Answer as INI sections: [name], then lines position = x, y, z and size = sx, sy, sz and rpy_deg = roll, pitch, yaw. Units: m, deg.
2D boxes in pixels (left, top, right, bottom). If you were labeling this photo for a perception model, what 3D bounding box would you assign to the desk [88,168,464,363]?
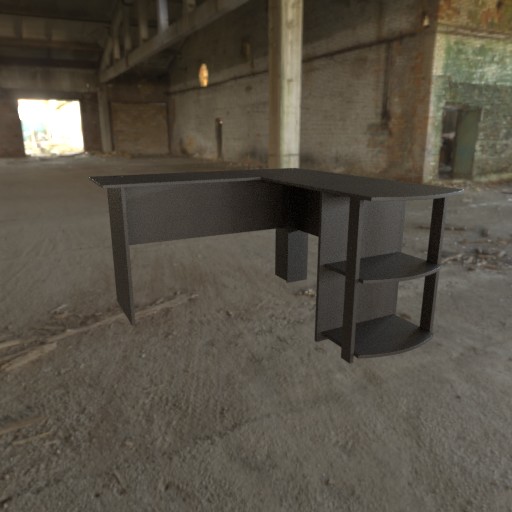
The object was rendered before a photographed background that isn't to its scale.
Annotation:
[desk]
position = 0.000, 0.000, 2.170
size = 1.303, 0.716, 1.361
rpy_deg = -8, 18, -27
